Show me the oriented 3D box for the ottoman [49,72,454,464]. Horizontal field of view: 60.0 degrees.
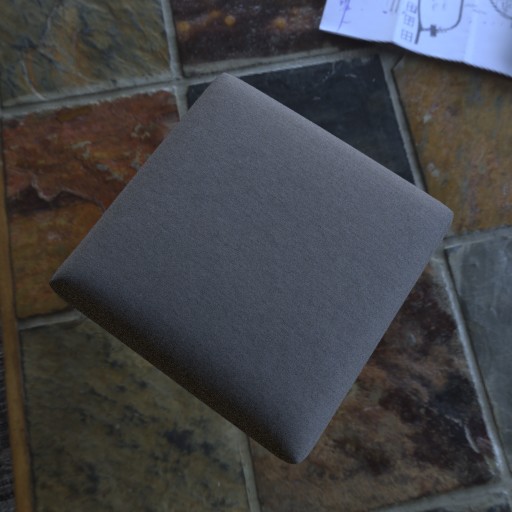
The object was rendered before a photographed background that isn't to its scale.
[{"bbox_3d":[0.000,0.000,1.634,1.041,0.470,1.041,34,79,8],"label":"ottoman"}]
